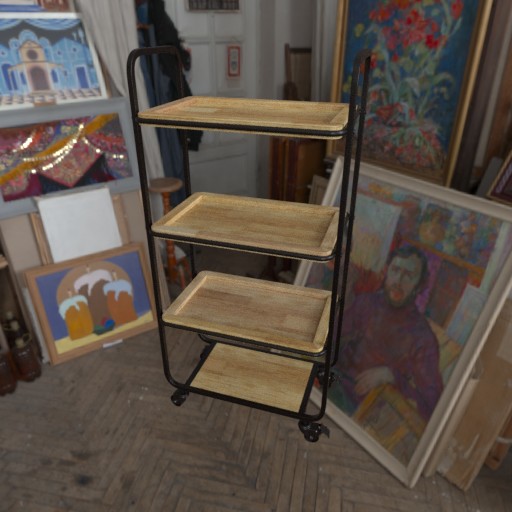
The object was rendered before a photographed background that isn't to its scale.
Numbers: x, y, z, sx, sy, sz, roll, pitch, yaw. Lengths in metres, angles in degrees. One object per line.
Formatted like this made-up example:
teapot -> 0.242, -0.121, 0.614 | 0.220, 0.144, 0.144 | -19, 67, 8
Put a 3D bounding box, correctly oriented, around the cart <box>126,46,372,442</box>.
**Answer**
cart -> 0.000, 0.000, 1.273 | 0.545, 1.080, 0.321 | 9, 29, 16
